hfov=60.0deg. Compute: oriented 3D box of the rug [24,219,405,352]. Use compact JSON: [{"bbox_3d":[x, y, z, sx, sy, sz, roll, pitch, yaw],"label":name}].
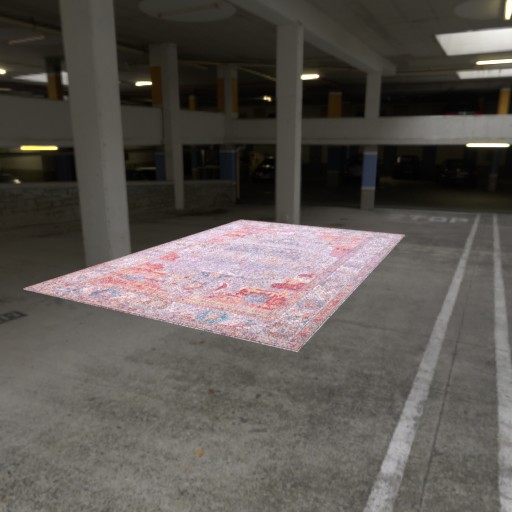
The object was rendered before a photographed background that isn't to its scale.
[{"bbox_3d":[0.000,0.000,2.343,1.219,0.005,1.829,8,16,26],"label":"rug"}]
